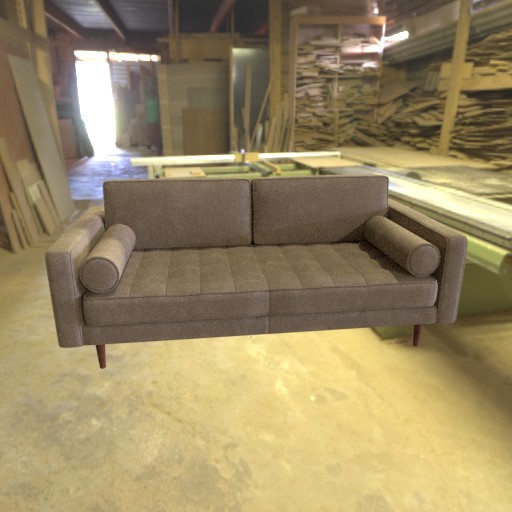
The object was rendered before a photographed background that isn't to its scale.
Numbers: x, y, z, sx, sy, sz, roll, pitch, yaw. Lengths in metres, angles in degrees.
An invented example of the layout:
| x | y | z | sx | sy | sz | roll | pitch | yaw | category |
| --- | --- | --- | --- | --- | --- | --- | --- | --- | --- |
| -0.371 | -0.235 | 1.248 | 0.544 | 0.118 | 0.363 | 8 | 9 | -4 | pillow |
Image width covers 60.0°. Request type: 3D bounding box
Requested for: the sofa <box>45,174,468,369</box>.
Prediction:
| x | y | z | sx | sy | sz | roll | pitch | yaw | category |
| --- | --- | --- | --- | --- | --- | --- | --- | --- | --- |
| 0.000 | 0.000 | 2.358 | 1.883 | 0.769 | 0.920 | -2 | 19 | -7 | sofa |
